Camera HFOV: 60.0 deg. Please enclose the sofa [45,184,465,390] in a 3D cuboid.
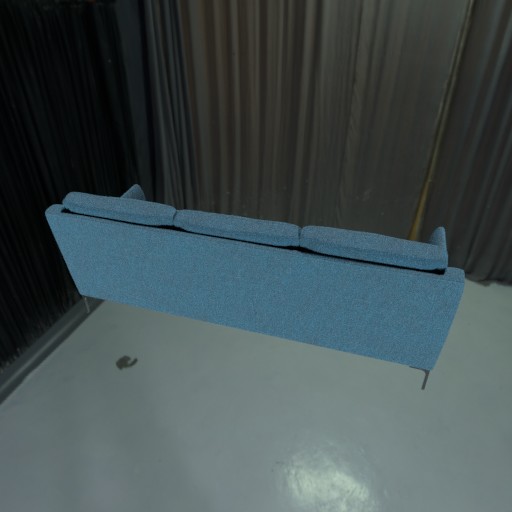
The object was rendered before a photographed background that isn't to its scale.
[{"bbox_3d":[0.000,0.000,2.547,2.060,0.837,0.849,10,34,15],"label":"sofa"}]
